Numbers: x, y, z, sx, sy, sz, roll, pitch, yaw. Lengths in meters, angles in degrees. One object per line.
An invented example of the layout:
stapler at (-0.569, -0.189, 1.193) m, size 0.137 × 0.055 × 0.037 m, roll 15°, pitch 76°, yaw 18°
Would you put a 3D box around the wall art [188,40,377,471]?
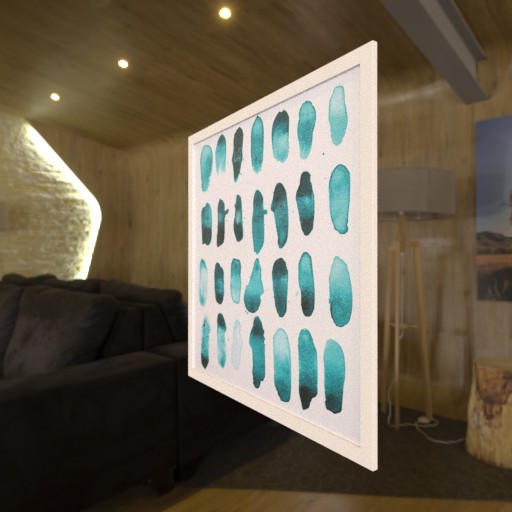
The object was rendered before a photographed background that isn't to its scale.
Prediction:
wall art at (0.000, 0.000, 0.809) m, size 0.009 × 0.559 × 0.558 m, roll 0°, pitch 0°, yaw -34°
